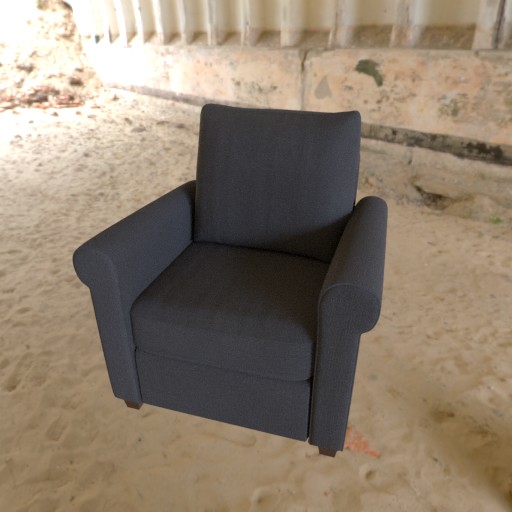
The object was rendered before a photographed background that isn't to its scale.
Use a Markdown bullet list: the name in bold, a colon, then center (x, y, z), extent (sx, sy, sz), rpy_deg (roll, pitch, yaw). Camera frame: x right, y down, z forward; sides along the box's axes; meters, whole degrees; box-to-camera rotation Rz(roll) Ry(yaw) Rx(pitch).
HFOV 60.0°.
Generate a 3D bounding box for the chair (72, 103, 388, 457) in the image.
- **chair**: center (0.000, 0.000, 1.565), extent (0.867, 0.942, 0.828), rpy_deg (8, 27, 15)
